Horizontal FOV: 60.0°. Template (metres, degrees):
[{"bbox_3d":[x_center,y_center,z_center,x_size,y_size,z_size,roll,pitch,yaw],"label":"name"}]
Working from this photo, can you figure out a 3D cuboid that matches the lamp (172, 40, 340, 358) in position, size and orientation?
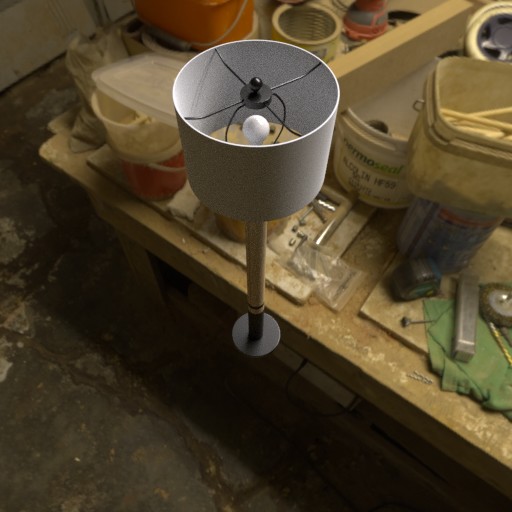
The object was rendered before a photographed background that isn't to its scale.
[{"bbox_3d":[0.000,0.000,1.616,0.381,1.478,0.381,33,63,19],"label":"lamp"}]
